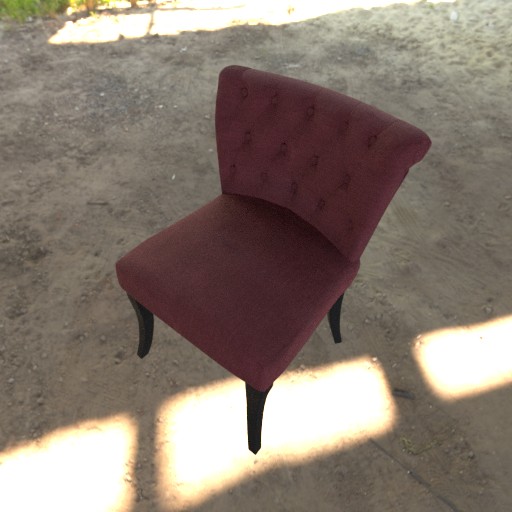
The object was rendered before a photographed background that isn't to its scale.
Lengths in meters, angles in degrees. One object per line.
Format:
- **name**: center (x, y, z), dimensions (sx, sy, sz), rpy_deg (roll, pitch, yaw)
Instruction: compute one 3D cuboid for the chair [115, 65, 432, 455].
- **chair**: center (0.000, 0.000, 1.201), dimensions (0.582, 0.750, 0.605), rpy_deg (31, 53, 27)
